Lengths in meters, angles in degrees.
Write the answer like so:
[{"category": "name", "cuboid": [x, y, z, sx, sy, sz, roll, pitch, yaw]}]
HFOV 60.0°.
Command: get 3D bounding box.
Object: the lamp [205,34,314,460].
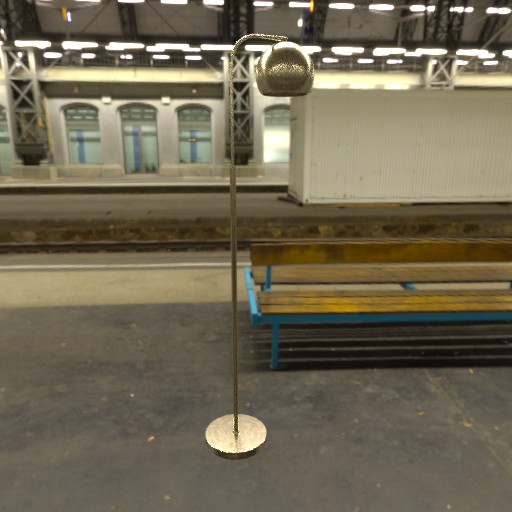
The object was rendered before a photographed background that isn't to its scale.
[{"category": "lamp", "cuboid": [0.000, 0.000, 1.662, 0.431, 1.526, 0.250, -7, 16, -25]}]
